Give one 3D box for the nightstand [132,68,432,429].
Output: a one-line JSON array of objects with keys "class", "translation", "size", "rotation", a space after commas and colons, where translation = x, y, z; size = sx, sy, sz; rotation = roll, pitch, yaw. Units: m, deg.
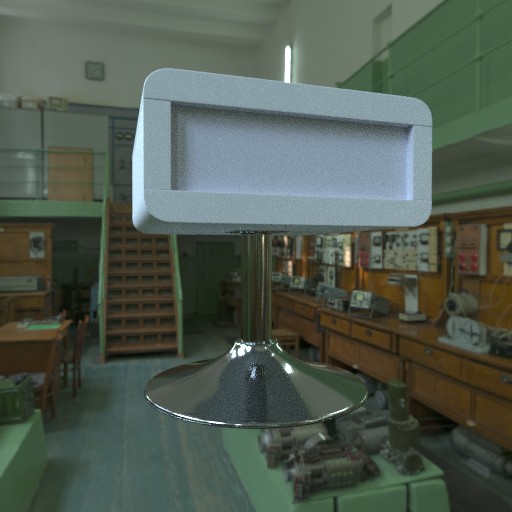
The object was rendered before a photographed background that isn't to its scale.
[{"class": "nightstand", "translation": [0.000, 0.000, 0.764], "size": [0.399, 0.447, 0.404], "rotation": [0, 1, -17]}]
